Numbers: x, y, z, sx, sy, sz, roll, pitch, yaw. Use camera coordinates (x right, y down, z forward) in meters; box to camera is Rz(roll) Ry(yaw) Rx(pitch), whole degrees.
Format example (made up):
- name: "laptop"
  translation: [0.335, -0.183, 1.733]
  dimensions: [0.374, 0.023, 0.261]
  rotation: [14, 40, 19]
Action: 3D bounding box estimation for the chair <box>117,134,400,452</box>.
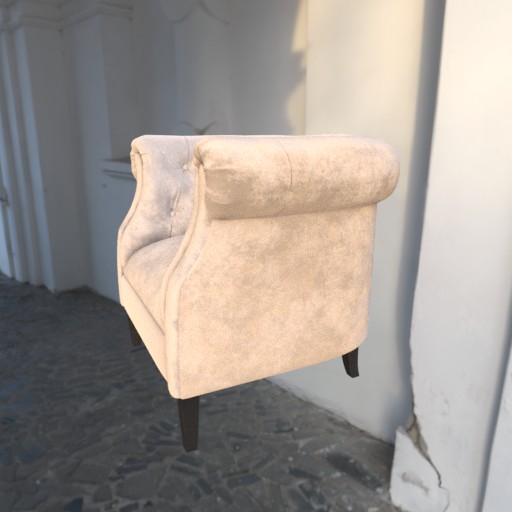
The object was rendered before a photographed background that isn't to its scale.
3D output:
- name: "chair"
  translation: [0.000, 0.000, 1.560]
  dimensions: [0.851, 0.826, 0.904]
  rotation: [-8, 17, -25]
